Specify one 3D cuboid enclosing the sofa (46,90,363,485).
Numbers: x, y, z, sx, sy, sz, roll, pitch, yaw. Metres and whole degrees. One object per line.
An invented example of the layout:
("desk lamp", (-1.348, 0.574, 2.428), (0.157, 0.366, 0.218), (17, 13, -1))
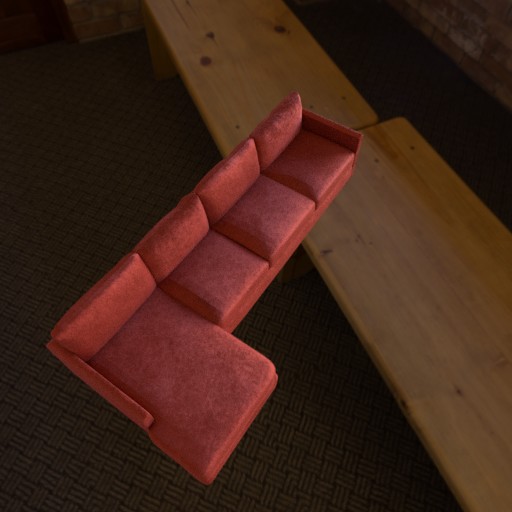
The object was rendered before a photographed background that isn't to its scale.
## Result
("sofa", (0.000, 0.000, 3.970), (1.500, 0.967, 3.400), (30, 62, 18))
